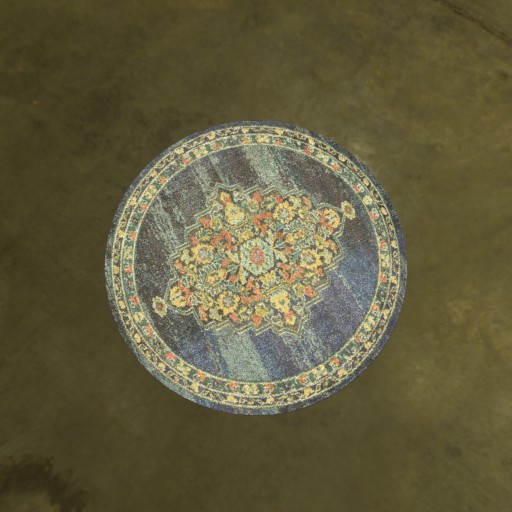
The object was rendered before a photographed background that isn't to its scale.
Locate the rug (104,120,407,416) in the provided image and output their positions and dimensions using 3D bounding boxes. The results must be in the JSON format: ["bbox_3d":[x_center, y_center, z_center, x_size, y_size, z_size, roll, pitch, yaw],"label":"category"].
[{"bbox_3d":[0.000,0.000,2.335,1.591,0.010,1.591,0,76,0],"label":"rug"}]
